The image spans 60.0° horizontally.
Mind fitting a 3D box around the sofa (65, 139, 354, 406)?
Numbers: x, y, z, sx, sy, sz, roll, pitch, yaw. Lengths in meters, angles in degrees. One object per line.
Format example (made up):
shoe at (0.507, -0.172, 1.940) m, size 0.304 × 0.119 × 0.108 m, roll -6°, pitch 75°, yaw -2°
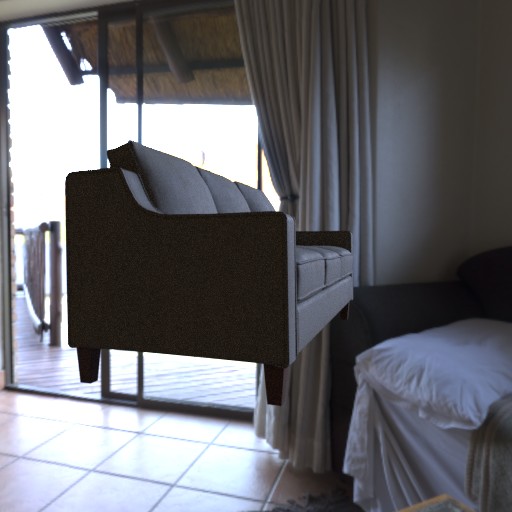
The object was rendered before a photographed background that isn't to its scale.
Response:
sofa at (0.000, 0.000, 2.522) m, size 0.911 × 0.974 × 1.986 m, roll 0°, pitch 1°, yaw 18°
